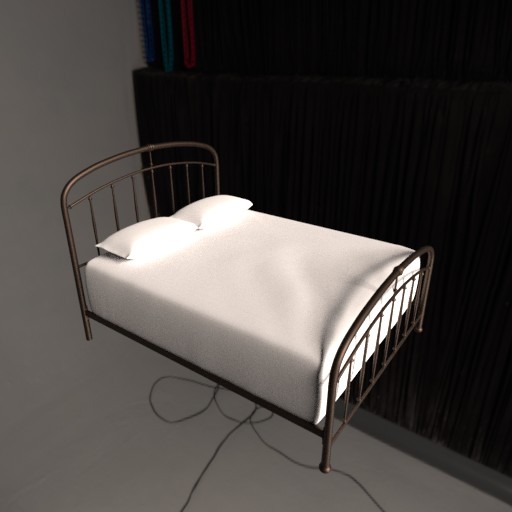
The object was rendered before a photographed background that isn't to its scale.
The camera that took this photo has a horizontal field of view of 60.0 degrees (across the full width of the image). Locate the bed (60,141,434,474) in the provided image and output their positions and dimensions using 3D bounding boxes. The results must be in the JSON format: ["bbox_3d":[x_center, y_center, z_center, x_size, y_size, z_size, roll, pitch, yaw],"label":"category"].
[{"bbox_3d":[0.000,0.000,3.316,2.180,1.425,1.711,17,30,32],"label":"bed"}]
